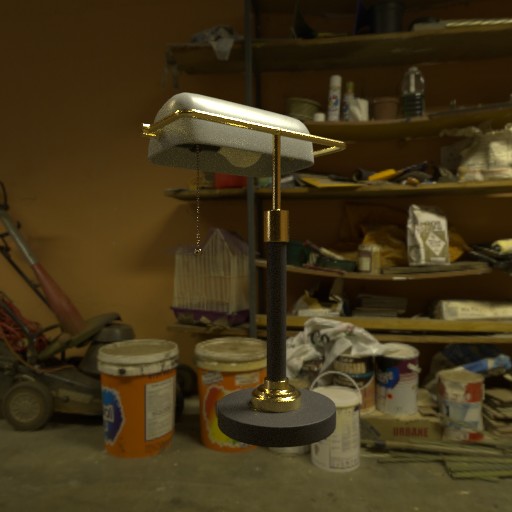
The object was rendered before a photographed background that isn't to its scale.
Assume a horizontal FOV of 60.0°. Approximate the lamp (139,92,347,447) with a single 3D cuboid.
[{"bbox_3d":[0.000,0.000,0.572,0.269,0.404,0.227,0,1,-37],"label":"lamp"}]
